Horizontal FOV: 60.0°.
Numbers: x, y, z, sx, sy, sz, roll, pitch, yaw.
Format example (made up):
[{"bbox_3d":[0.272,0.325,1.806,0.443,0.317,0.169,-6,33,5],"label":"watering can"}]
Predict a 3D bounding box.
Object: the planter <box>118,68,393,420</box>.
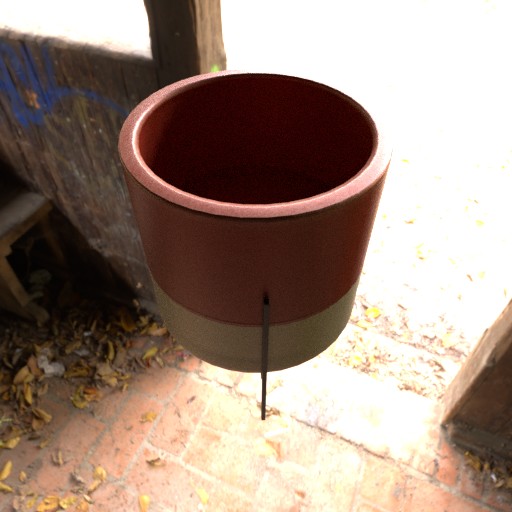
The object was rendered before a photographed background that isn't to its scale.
[{"bbox_3d":[0.000,0.000,0.725,0.345,0.465,0.354,-3,47,-3],"label":"planter"}]
